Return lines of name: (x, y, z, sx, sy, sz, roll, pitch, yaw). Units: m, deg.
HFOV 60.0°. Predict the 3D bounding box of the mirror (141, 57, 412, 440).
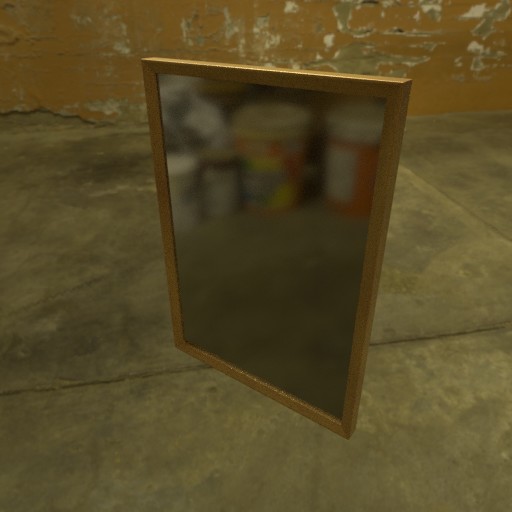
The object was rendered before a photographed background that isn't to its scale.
mirror: (0.000, 0.000, 0.901, 0.507, 0.710, 0.039, 19, 35, 30)
